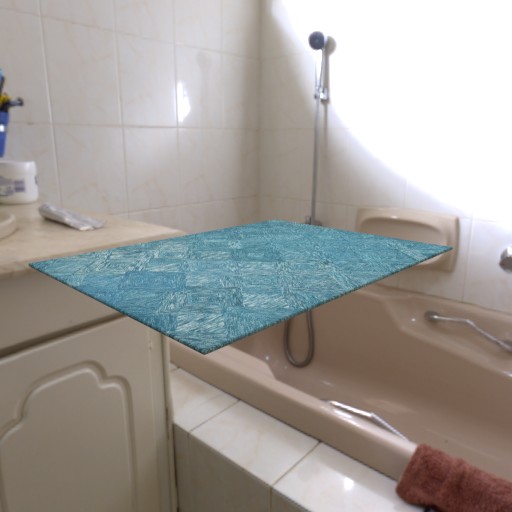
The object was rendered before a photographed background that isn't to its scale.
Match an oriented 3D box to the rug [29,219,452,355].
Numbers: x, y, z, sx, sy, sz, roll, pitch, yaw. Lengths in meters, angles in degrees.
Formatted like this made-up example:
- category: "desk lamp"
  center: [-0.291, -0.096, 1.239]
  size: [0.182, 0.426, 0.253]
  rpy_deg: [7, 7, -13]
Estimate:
- category: "rug"
  center: [0.000, 0.000, 4.163]
  size: [2.405, 0.027, 3.217]
  rpy_deg: [14, 20, 43]
